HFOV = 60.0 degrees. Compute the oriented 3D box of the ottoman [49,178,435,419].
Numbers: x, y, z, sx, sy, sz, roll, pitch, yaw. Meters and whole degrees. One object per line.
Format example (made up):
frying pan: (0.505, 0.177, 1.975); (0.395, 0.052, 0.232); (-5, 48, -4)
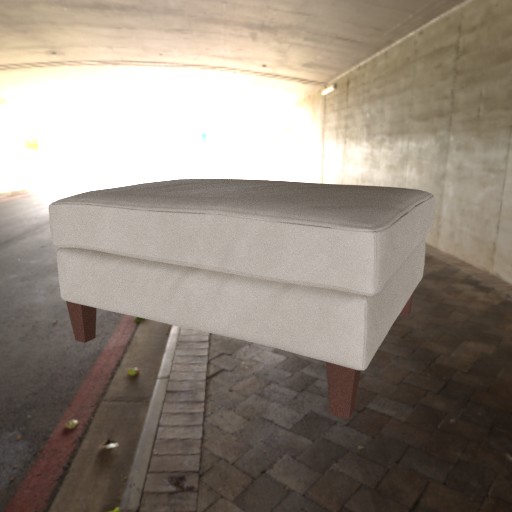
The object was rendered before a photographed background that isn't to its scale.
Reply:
ottoman: (0.000, 0.000, 1.475); (1.002, 0.492, 0.836); (7, 16, 27)
